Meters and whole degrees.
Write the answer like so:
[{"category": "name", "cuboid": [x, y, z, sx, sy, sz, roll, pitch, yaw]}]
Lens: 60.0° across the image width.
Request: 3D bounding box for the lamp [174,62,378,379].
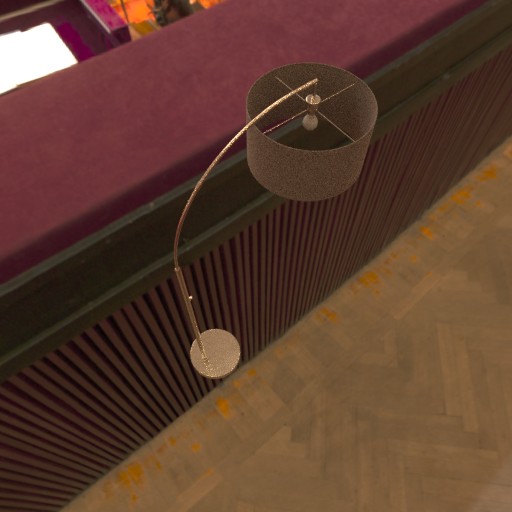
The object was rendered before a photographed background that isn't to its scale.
[{"category": "lamp", "cuboid": [0.000, 0.000, 2.115, 0.934, 1.735, 0.452, -33, 64, -18]}]
